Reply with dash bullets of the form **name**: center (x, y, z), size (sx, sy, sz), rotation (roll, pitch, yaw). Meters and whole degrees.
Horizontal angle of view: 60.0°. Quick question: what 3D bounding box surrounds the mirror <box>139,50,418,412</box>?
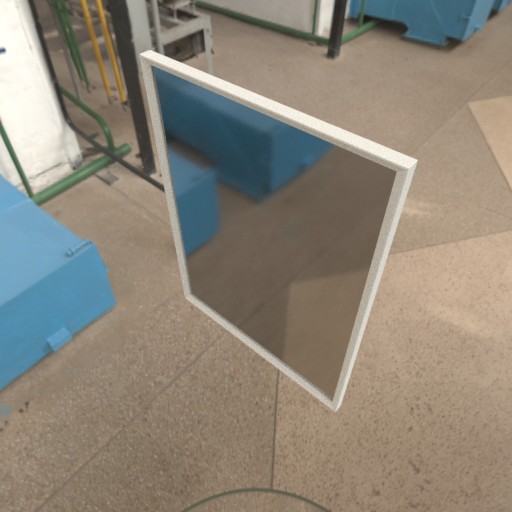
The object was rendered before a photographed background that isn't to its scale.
- **mirror**: center (0.000, 0.000, 1.348), size (0.762, 1.016, 0.041), rotation (32, 54, 27)
